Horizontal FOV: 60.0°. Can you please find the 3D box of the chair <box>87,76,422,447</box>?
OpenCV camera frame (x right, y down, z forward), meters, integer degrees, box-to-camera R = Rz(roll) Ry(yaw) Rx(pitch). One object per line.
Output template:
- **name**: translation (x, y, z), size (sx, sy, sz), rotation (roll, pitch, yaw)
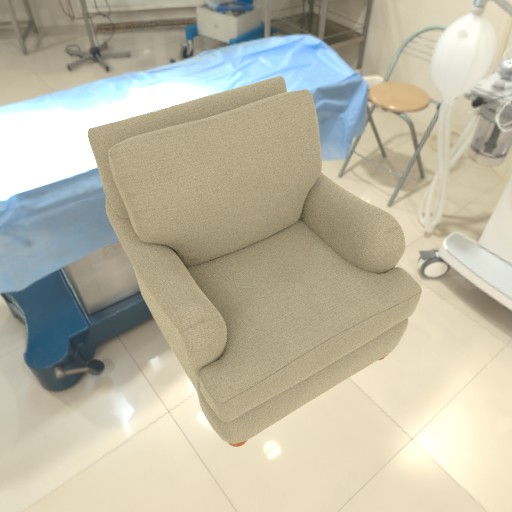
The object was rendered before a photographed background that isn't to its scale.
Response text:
- **chair**: translation (0.000, 0.000, 1.851), size (0.955, 1.038, 1.070), rotation (-24, 51, -21)
